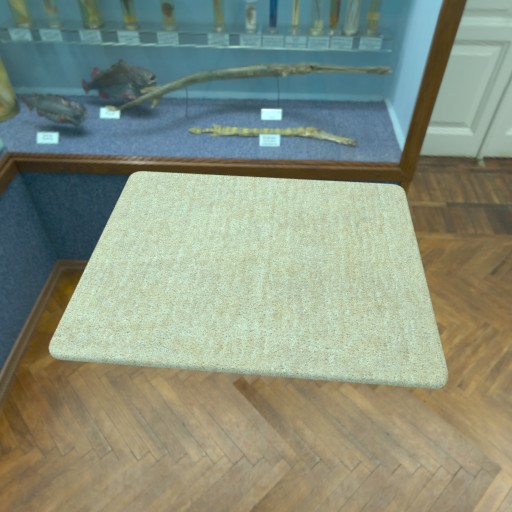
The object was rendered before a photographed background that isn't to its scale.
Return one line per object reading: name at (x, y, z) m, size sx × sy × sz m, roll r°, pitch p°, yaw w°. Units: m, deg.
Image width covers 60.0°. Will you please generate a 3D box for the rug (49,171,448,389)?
rug at (0.000, 0.000, 3.429) m, size 2.528 × 0.048 × 2.009 m, roll 4°, pitch 46°, yaw 3°
